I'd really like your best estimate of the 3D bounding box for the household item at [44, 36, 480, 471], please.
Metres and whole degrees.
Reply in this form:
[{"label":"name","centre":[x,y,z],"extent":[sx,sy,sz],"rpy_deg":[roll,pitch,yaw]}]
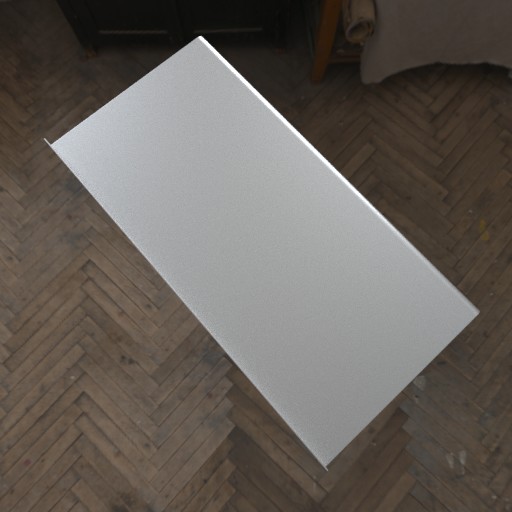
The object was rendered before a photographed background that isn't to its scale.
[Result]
[{"label":"household item","centre":[0.000,0.000,1.673],"extent":[0.610,0.851,1.219],"rpy_deg":[-41,79,-9]}]
